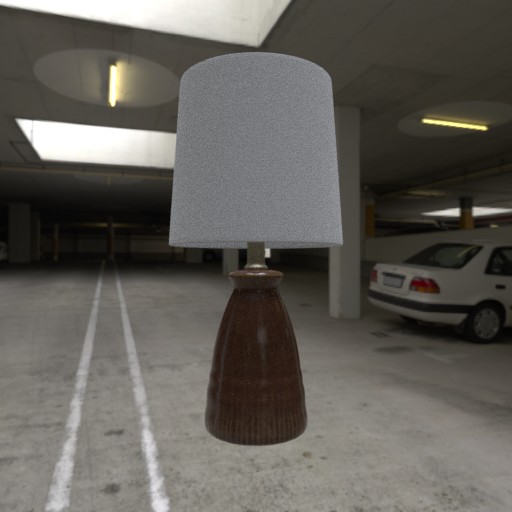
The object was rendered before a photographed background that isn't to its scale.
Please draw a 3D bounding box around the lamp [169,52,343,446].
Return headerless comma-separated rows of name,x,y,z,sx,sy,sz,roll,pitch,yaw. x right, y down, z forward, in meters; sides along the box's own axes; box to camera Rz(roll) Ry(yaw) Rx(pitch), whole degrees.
lamp,0.000,0.000,0.483,0.186,0.369,0.186,0,-1,0
